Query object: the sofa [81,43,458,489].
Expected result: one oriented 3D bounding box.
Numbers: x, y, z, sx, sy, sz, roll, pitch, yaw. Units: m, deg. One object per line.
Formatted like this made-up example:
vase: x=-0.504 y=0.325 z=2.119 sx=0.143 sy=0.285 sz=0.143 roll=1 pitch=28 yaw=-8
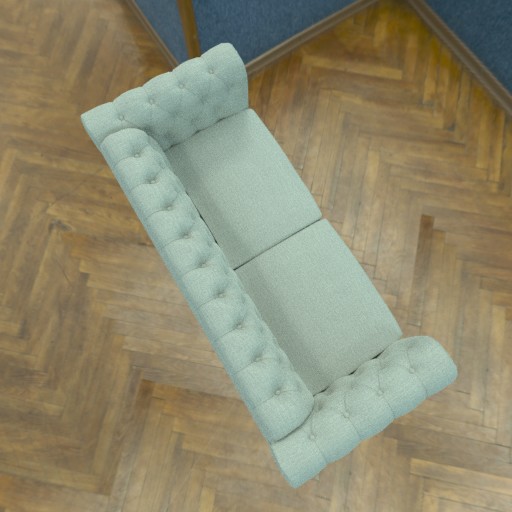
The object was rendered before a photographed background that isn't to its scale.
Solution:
sofa: x=0.000 y=0.000 z=2.165 sx=0.783 sy=0.797 sz=1.798 roll=-30 pitch=78 yaw=-7
